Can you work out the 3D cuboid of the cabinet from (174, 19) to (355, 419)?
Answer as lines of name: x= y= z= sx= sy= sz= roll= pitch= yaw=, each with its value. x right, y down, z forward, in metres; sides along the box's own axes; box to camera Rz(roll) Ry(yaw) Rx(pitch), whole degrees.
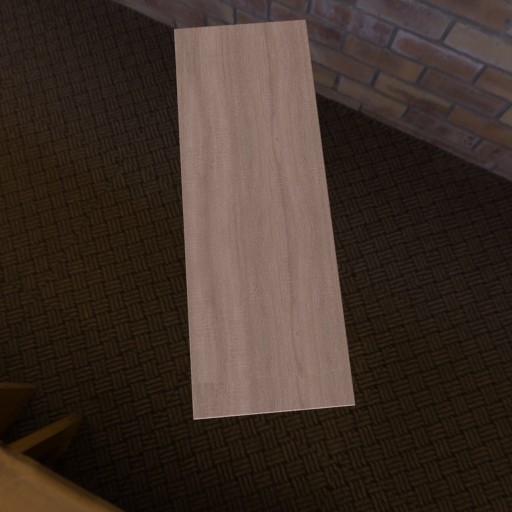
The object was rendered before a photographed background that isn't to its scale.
cabinet: x=0.000 y=0.000 z=1.882 sx=0.398 sy=1.388 sz=1.111 roll=-5 pitch=77 yaw=-1
